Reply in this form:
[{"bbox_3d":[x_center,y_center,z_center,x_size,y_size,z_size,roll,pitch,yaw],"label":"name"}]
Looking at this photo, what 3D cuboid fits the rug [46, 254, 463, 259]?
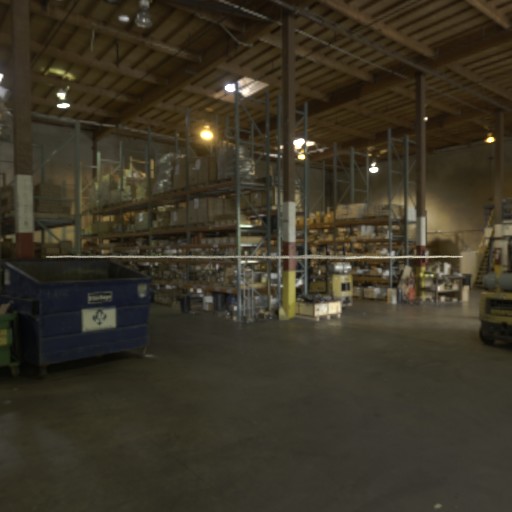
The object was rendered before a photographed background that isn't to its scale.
[{"bbox_3d":[0.000,0.000,3.303,2.455,0.025,1.964,0,0,38],"label":"rug"}]
